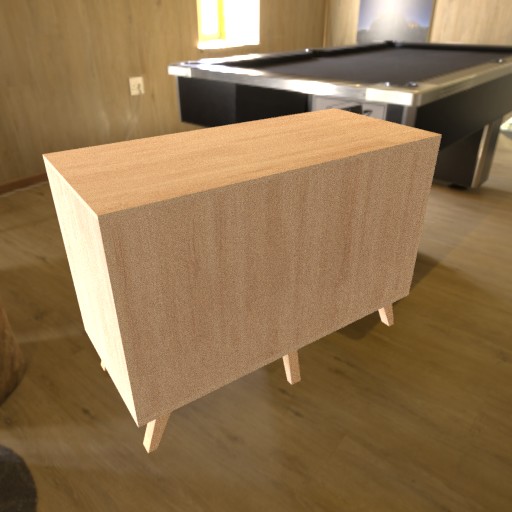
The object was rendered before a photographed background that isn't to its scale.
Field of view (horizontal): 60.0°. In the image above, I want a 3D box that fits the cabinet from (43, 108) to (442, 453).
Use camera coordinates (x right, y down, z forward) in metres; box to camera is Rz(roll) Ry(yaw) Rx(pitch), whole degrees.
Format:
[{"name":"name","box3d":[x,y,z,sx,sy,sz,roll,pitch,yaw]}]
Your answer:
[{"name":"cabinet","box3d":[0.000,0.000,1.531,1.110,0.780,0.500,-19,35,-29]}]
